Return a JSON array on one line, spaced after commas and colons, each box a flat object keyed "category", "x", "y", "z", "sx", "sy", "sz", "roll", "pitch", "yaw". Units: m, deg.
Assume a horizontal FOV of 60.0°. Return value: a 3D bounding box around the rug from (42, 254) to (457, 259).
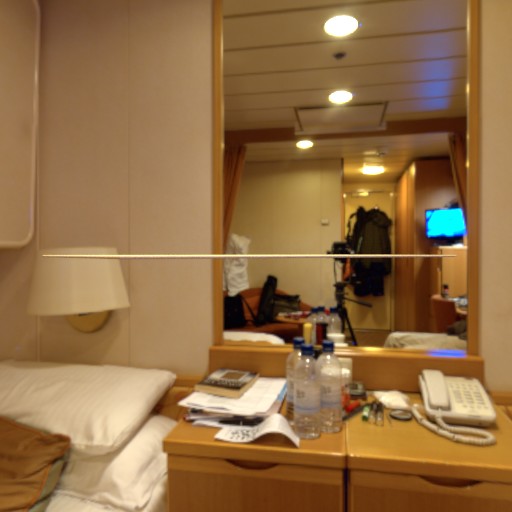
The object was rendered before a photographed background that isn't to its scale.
[{"category": "rug", "x": 0.000, "y": 0.000, "z": 3.052, "sx": 2.441, "sy": 0.014, "sz": 1.531, "roll": 0, "pitch": 0, "yaw": -36}]
